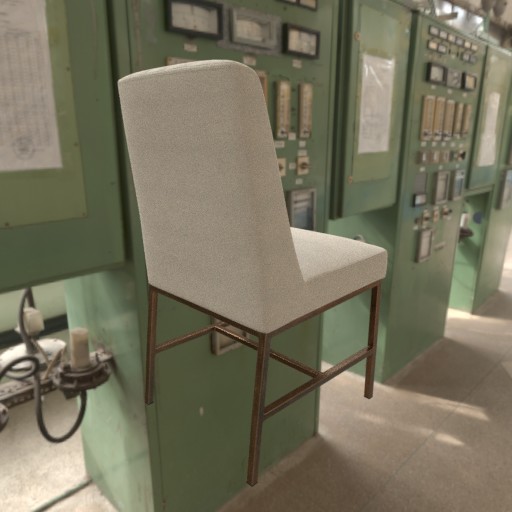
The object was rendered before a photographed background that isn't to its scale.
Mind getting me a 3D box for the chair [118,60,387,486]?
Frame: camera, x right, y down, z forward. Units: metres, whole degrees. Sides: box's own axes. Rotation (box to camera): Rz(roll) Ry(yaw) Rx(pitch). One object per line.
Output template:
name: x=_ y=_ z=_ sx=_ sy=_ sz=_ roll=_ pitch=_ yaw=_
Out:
chair: x=0.000 y=0.000 z=1.242 sx=0.597 sy=0.933 sz=0.503 roll=-15 pitch=21 yaw=-42
